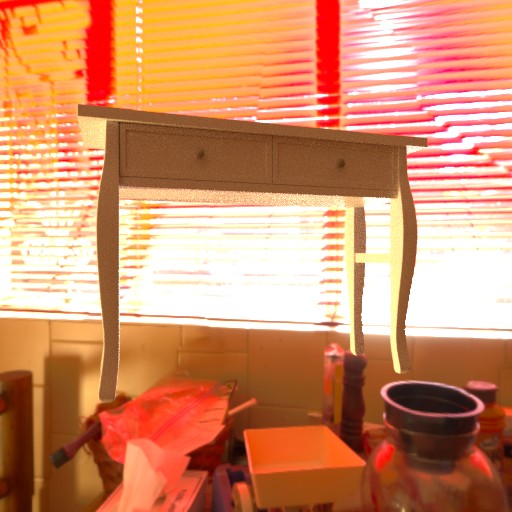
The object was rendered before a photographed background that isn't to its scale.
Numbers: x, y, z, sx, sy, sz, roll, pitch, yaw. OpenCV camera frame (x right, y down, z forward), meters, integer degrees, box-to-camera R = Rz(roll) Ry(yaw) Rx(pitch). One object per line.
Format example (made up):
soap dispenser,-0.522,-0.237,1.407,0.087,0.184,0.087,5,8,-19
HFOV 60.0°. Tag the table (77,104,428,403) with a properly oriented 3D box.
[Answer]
table,0.000,0.000,1.448,1.062,0.768,0.373,0,0,-18
